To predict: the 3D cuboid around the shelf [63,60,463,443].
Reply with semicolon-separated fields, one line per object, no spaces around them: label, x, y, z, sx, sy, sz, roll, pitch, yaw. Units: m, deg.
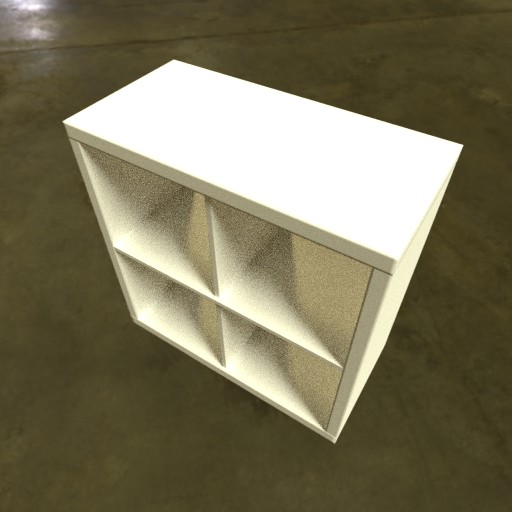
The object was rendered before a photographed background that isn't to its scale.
shelf;0.000;0.000;1.256;0.790;0.786;0.390;25;52;22
